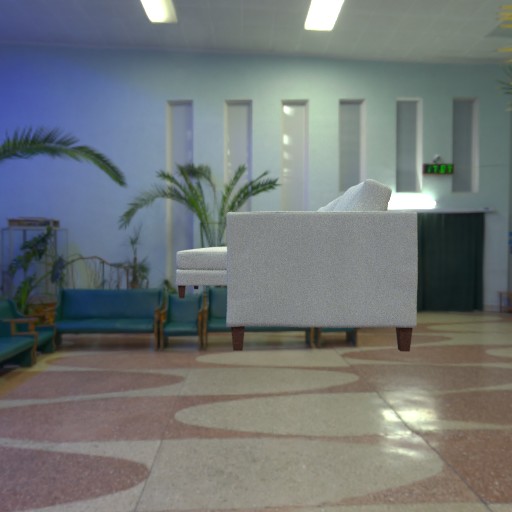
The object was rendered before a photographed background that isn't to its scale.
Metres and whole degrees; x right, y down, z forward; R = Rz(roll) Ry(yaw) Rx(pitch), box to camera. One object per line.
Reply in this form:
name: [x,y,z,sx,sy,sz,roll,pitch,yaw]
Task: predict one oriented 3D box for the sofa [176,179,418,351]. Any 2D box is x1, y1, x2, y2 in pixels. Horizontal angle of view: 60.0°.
sofa: [0.000,0.000,3.727,1.625,0.861,3.186,0,1,1]
